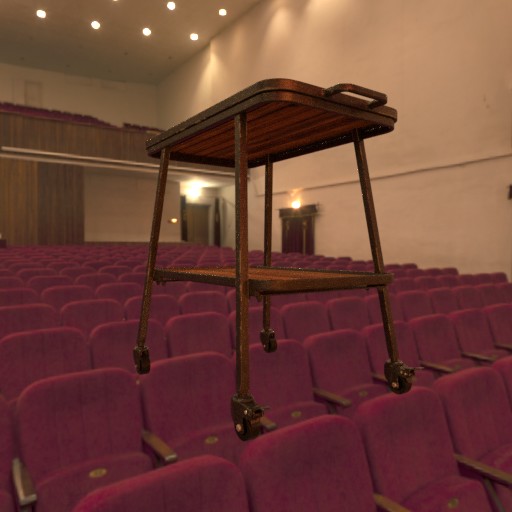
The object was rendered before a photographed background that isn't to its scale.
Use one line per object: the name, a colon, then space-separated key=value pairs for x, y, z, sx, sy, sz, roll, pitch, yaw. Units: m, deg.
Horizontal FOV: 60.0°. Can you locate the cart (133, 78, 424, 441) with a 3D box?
cart: x=0.000 y=0.000 z=1.238 sx=0.515 sy=0.700 sz=0.806 roll=-1 pitch=1 yaw=-35
